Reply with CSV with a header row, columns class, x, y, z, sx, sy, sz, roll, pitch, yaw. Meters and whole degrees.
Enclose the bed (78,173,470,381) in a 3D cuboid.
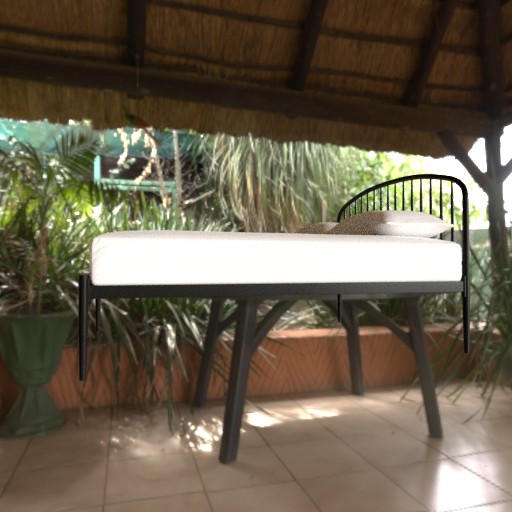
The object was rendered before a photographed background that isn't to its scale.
class,x,y,z,sx,sy,sz,roll,pitch,yaw
bed,0.000,0.000,3.066,2.159,1.166,1.618,0,-1,-17
